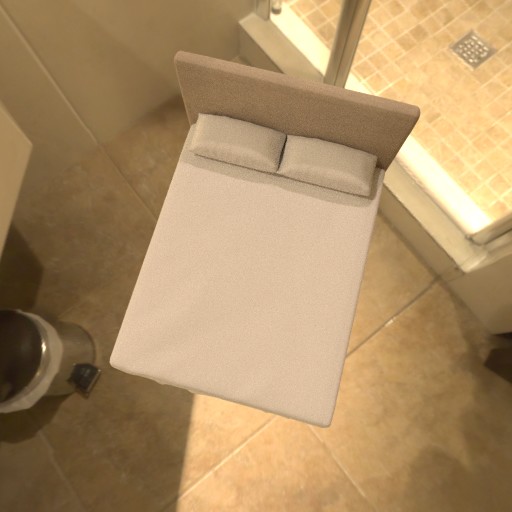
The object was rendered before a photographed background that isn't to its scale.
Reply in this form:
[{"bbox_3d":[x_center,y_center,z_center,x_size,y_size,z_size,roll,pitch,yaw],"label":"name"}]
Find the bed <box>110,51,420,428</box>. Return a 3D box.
[{"bbox_3d":[0.000,0.000,3.243,1.713,1.330,2.162,15,76,4],"label":"bed"}]
